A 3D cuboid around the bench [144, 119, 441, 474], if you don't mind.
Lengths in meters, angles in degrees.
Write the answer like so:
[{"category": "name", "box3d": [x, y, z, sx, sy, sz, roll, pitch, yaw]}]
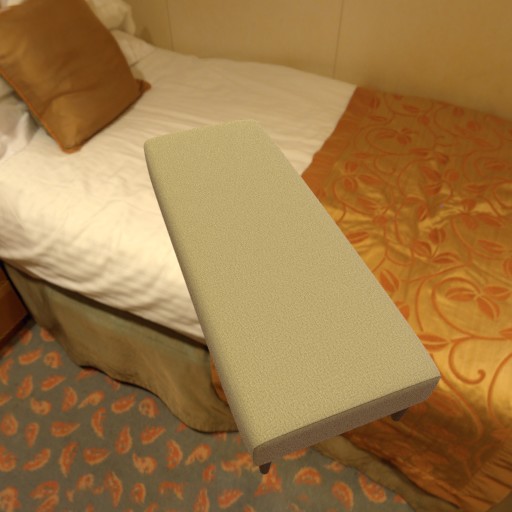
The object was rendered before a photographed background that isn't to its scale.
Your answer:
[{"category": "bench", "box3d": [0.000, 0.000, 1.887, 0.646, 0.393, 1.609, -15, 48, -14]}]
